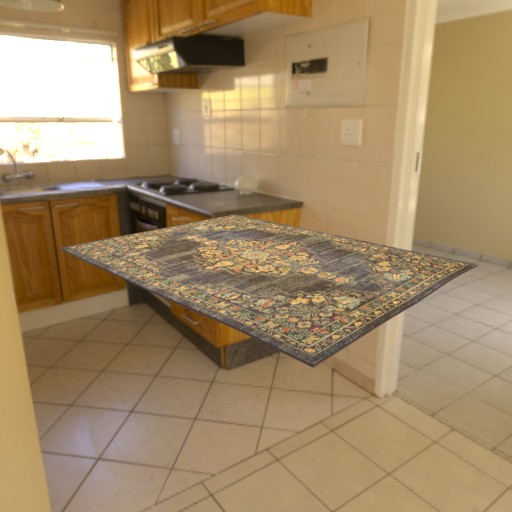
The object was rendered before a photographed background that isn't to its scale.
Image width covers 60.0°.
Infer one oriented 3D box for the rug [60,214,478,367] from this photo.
[{"bbox_3d":[0.000,0.000,4.749,3.612,0.035,2.716,16,23,42],"label":"rug"}]
